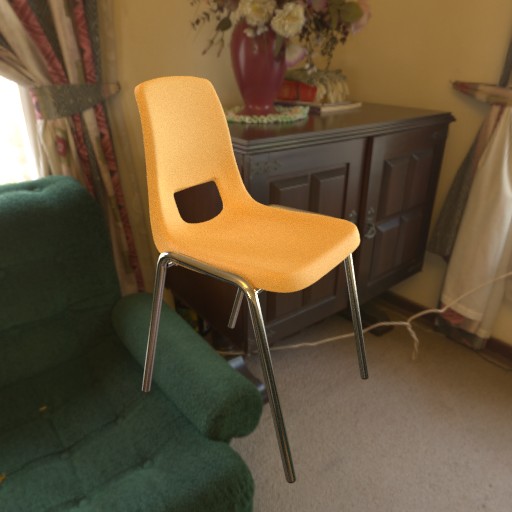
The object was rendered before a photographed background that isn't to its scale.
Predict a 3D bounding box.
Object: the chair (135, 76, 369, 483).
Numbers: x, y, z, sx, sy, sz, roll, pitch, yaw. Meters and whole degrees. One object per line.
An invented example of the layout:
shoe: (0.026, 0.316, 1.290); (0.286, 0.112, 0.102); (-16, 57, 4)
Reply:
chair: (0.000, 0.000, 0.948); (0.436, 0.704, 0.381); (16, 29, 32)
